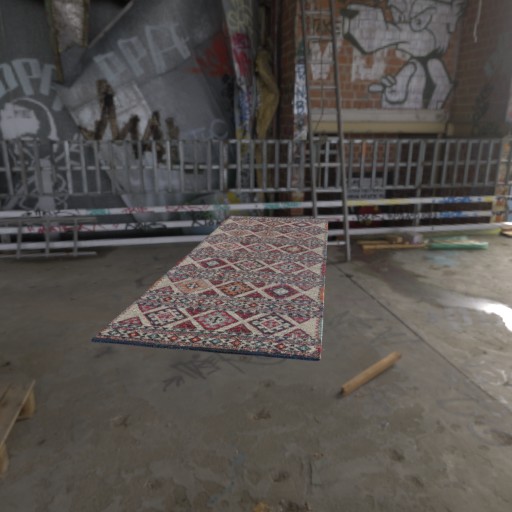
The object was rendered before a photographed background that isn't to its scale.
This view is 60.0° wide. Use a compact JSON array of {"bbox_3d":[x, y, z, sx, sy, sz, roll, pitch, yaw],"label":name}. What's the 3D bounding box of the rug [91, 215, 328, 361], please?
[{"bbox_3d":[0.000,0.000,2.656,0.832,0.008,2.362,3,17,9],"label":"rug"}]
